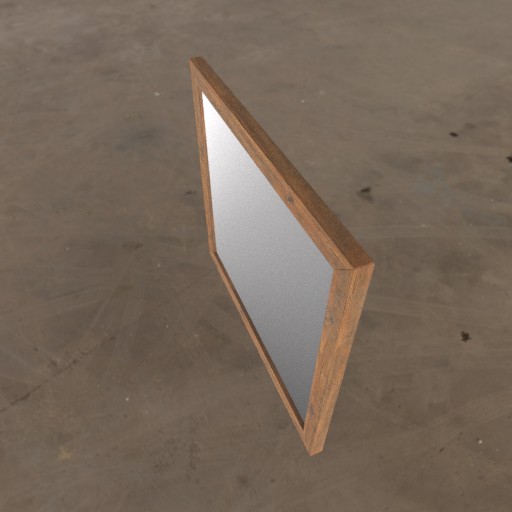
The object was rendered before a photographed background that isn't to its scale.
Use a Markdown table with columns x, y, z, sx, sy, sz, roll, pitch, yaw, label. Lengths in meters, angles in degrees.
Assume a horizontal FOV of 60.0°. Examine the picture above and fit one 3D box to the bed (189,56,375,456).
| x | y | z | sx | sy | sz | roll | pitch | yaw | label |
| --- | --- | --- | --- | --- | --- | --- | --- | --- | --- |
| 0.000 | 0.000 | 1.505 | 0.046 | 0.942 | 1.046 | -17 | 48 | -16 | bed |
